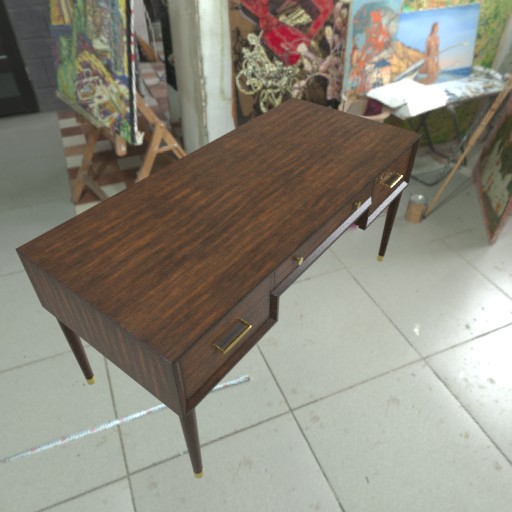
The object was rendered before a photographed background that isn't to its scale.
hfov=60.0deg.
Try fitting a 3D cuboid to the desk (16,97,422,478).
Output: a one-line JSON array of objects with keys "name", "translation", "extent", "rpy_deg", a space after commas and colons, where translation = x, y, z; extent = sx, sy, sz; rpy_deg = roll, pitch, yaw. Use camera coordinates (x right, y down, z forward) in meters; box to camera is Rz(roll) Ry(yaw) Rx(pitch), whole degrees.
[{"name": "desk", "translation": [0.000, 0.000, 1.967], "extent": [0.724, 0.762, 1.575], "rpy_deg": [27, 48, 27]}]
